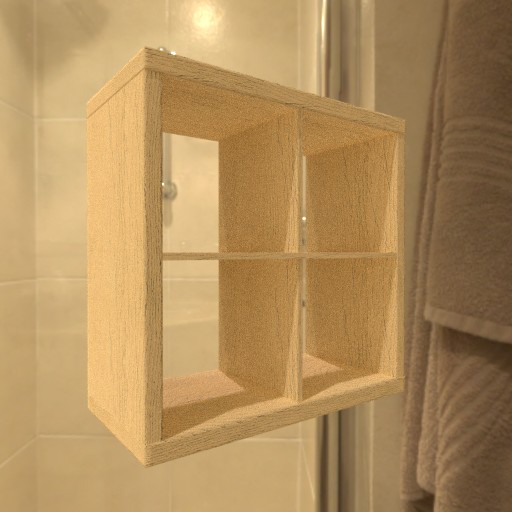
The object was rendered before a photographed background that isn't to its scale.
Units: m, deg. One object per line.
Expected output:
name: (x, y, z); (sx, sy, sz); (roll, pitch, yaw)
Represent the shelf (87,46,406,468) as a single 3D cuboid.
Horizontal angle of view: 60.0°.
shelf: (0.000, 0.000, 1.214); (0.790, 0.786, 0.390); (0, 1, -36)
